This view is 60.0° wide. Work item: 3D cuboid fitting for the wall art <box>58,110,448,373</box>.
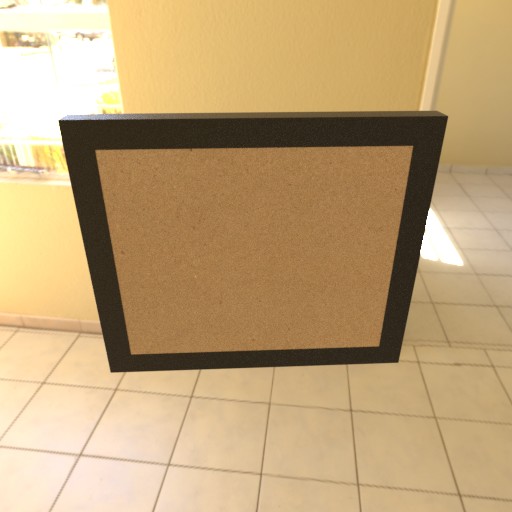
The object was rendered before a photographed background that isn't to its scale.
[{"bbox_3d":[0.000,0.000,0.520,0.381,0.321,0.028,-1,29,-2],"label":"wall art"}]
